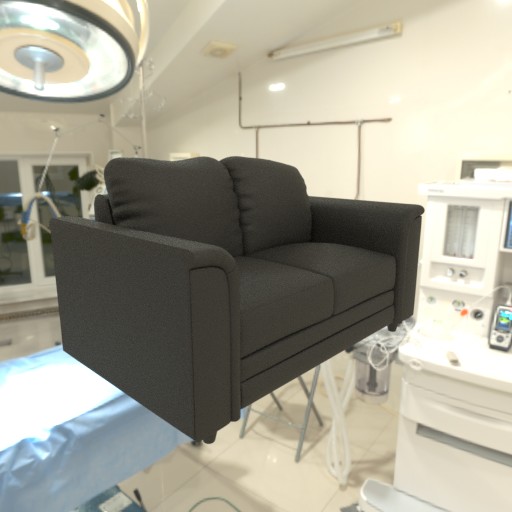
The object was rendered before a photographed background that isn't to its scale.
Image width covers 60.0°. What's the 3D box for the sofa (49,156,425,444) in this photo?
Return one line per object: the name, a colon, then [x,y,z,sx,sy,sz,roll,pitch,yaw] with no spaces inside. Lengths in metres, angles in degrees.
sofa: [0.000,0.000,1.928,0.887,0.845,1.386,12,18,42]
